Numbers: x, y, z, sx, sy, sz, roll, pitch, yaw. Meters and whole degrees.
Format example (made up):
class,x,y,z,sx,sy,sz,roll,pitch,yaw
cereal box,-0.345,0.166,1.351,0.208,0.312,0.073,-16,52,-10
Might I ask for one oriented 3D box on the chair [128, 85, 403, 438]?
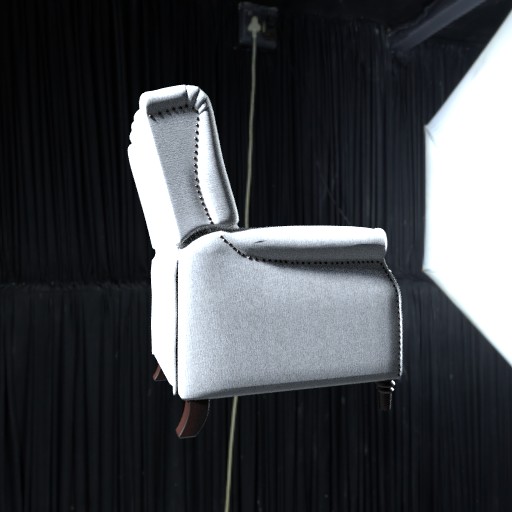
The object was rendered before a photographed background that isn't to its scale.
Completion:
class,x,y,z,sx,sy,sz,roll,pitch,yaw
chair,0.000,0.000,1.665,0.902,1.035,0.742,0,0,-19
